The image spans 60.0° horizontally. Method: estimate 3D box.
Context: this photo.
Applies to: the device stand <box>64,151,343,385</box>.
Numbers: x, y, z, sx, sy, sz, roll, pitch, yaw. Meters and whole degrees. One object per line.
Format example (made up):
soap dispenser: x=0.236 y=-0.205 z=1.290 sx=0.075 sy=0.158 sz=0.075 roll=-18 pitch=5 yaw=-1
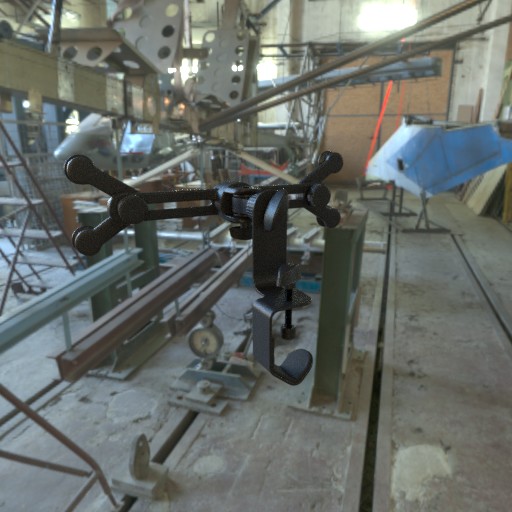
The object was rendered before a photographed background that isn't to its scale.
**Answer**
device stand: x=0.000 y=0.000 z=0.371 sx=0.270 sy=0.166 sz=0.142 roll=-8 pitch=17 yaw=-27
